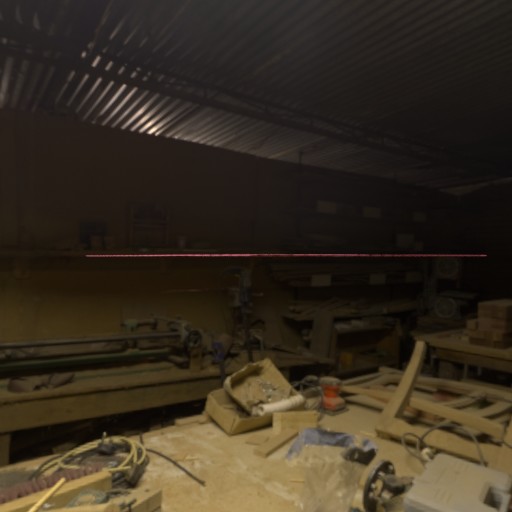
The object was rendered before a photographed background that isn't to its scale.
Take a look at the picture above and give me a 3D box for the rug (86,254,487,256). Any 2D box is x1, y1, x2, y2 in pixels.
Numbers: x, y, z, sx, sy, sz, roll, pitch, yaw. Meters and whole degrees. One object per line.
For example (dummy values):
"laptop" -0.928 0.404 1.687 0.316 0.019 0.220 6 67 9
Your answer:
"rug" 0.000 0.000 2.880 1.579 0.007 2.184 0 0 -35
